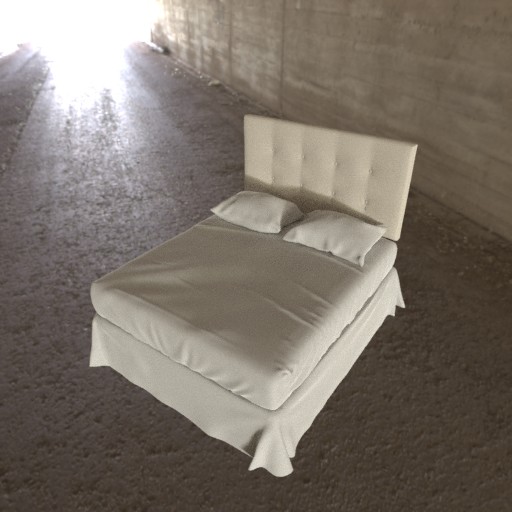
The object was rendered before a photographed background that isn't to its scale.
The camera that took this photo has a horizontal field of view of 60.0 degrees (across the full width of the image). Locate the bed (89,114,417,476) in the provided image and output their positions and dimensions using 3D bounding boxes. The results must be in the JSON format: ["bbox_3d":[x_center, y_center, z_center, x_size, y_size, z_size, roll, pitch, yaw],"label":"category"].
[{"bbox_3d":[0.000,0.000,3.496,1.936,1.577,2.222,20,37,29],"label":"bed"}]
